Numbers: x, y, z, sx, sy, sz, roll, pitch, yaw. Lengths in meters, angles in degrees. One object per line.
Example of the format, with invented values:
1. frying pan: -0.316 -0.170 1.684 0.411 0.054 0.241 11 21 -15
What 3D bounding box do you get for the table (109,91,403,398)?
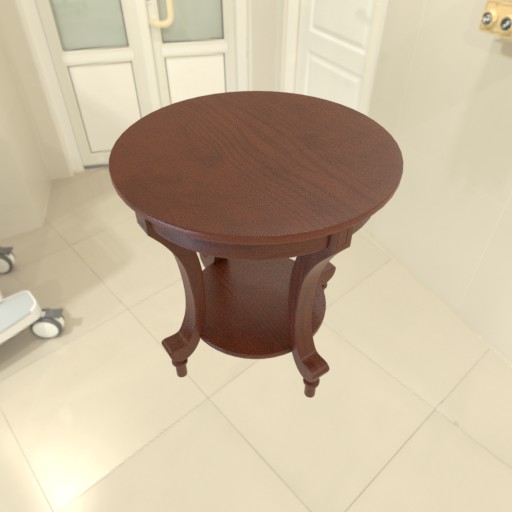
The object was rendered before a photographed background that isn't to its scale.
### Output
1. table: 0.000 0.000 1.125 0.597 0.612 0.597 0 42 0
